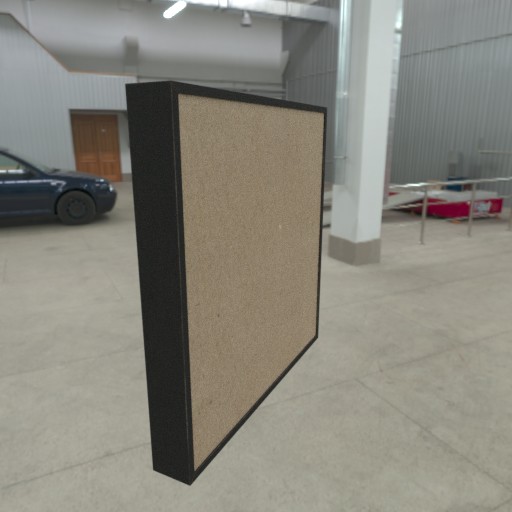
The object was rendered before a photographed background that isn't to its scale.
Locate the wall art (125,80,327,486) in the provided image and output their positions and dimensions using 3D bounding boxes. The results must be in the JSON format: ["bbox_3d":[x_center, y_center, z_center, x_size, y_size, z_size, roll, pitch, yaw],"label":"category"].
[{"bbox_3d":[0.000,0.000,0.455,0.038,0.305,0.305,8,17,26],"label":"wall art"}]
